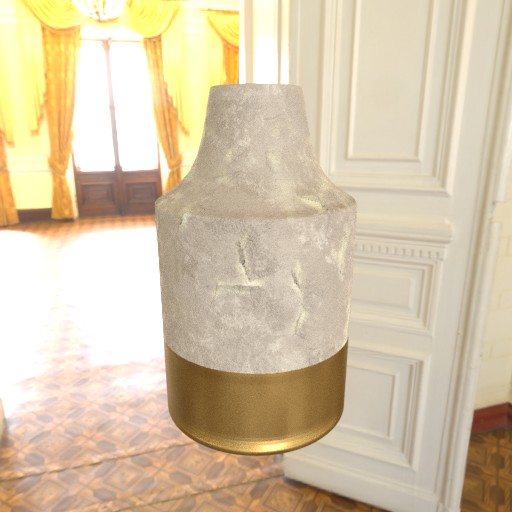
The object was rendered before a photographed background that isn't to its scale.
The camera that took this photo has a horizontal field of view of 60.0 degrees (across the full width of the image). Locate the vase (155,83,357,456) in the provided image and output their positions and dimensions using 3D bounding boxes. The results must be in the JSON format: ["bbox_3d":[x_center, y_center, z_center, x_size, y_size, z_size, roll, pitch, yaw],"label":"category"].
[{"bbox_3d":[0.000,0.000,0.426,0.184,0.305,0.184,0,17,0],"label":"vase"}]
